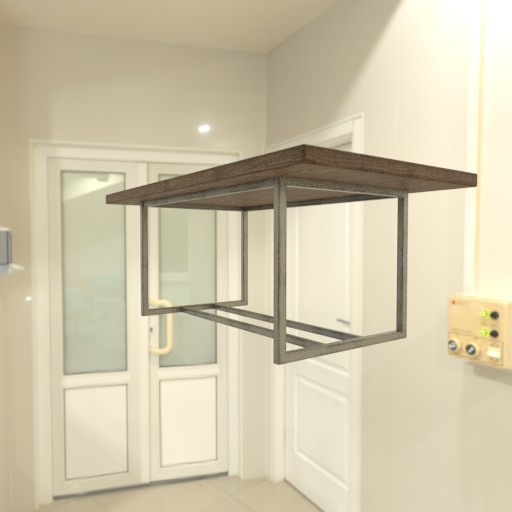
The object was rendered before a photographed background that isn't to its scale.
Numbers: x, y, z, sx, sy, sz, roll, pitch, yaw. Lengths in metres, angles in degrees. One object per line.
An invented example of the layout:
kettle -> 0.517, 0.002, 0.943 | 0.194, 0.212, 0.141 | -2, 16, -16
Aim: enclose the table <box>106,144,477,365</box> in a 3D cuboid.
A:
table -> 0.000, 0.000, 2.540 | 1.078, 0.795, 1.989 | -1, 3, -36
